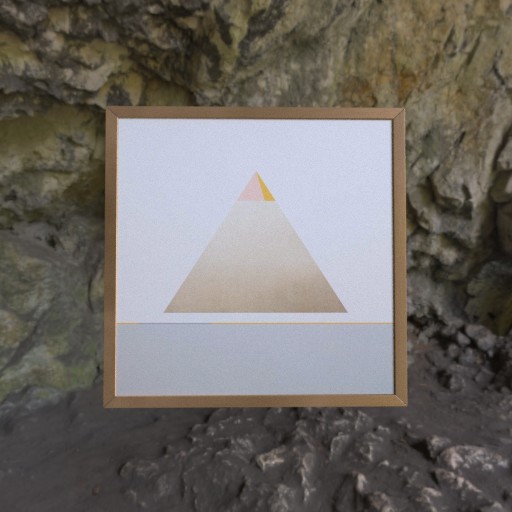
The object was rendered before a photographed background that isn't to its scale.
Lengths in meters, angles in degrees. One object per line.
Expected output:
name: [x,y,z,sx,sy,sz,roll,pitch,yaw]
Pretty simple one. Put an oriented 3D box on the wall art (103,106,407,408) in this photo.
wall art: [0.000,0.000,0.772,0.513,0.511,0.038,0,-1,-1]
